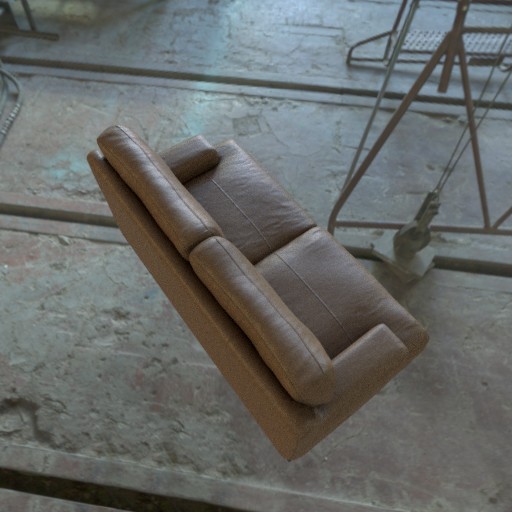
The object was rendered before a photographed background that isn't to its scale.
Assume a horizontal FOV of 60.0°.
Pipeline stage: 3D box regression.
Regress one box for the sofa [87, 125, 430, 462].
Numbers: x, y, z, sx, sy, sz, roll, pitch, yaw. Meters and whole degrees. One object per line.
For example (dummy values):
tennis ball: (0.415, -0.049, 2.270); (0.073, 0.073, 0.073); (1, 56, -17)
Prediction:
sofa: (0.000, 0.000, 2.449); (0.962, 0.980, 1.855); (-33, 64, -18)
